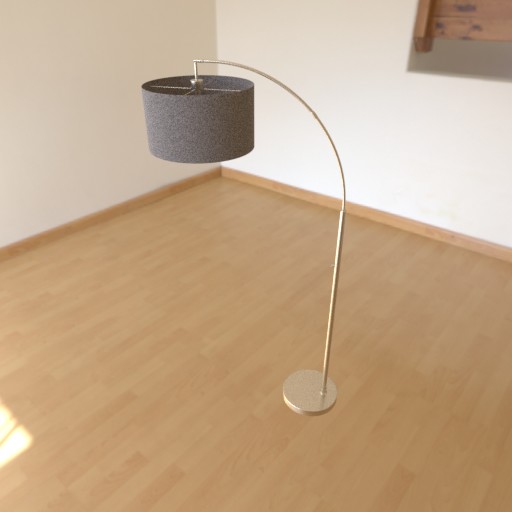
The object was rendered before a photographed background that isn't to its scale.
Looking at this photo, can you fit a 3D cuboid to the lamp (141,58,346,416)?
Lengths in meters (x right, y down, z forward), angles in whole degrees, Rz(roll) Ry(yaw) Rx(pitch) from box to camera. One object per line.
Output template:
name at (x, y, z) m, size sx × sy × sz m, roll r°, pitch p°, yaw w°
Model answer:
lamp at (0.000, 0.000, 2.137) m, size 0.934 × 1.735 × 0.452 m, roll 8°, pitch 32°, yaw 13°
